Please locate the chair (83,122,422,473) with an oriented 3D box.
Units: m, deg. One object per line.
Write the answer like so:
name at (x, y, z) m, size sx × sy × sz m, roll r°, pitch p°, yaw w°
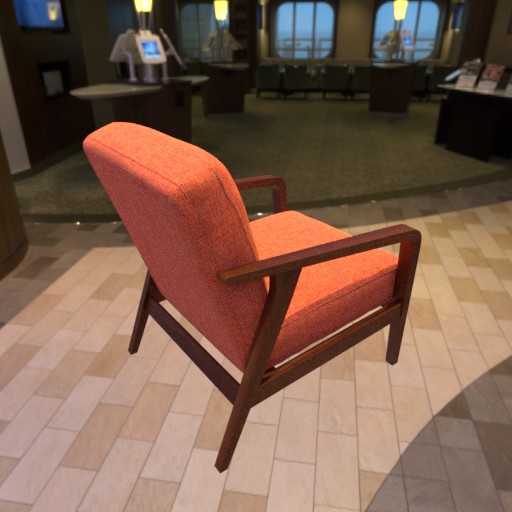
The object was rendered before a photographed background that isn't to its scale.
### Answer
chair at (0.000, 0.000, 1.492) m, size 0.860 × 0.890 × 0.719 m, roll -19°, pitch 32°, yaw -32°
